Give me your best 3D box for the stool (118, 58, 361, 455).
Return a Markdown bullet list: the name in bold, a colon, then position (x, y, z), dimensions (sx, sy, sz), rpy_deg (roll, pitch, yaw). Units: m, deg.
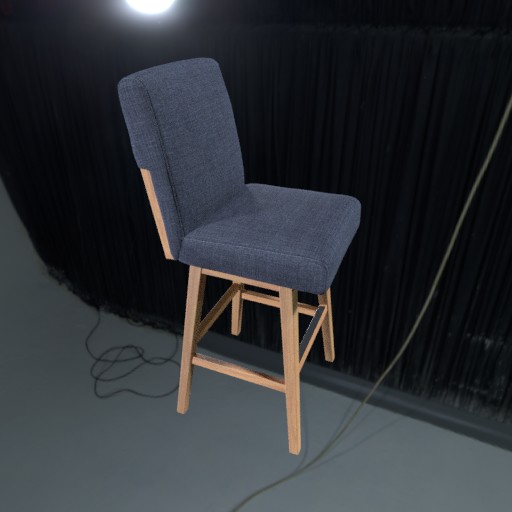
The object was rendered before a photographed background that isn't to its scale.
- **stool**: position (0.000, 0.000, 1.409), dimensions (0.570, 1.112, 0.483), rpy_deg (12, 33, 19)
